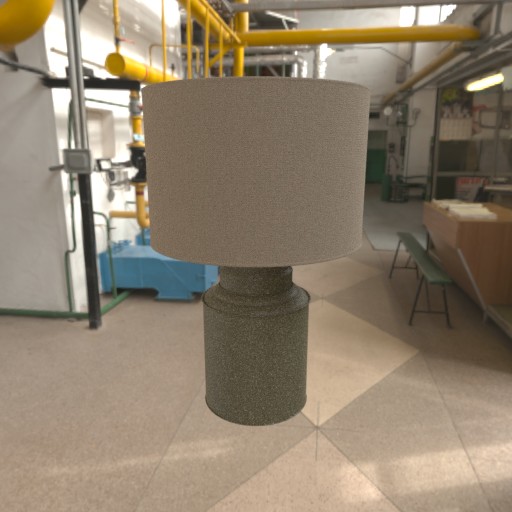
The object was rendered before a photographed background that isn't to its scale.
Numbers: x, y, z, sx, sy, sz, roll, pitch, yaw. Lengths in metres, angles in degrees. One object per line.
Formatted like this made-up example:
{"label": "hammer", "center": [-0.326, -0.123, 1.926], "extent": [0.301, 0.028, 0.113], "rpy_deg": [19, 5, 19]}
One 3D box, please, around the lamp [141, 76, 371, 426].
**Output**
{"label": "lamp", "center": [0.000, 0.000, 0.691], "extent": [0.318, 0.486, 0.318], "rpy_deg": [0, 14, 0]}
